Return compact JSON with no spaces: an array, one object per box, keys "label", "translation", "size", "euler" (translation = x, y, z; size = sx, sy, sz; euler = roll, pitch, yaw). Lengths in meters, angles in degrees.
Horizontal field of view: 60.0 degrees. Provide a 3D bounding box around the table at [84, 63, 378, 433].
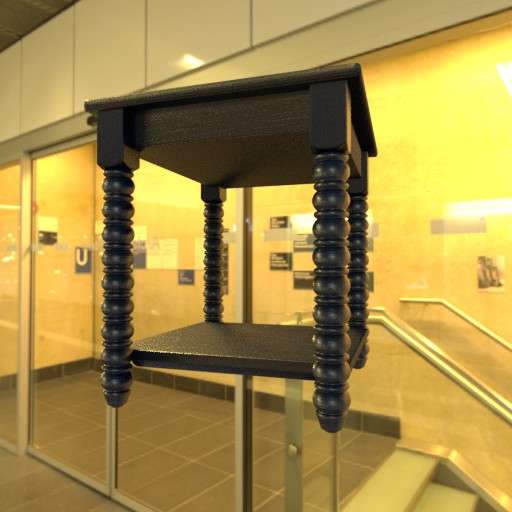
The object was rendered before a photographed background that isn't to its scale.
[{"label":"table","translation":[0.000,0.000,0.984],"size":[0.500,0.567,0.533],"euler":[0,-1,18]}]
